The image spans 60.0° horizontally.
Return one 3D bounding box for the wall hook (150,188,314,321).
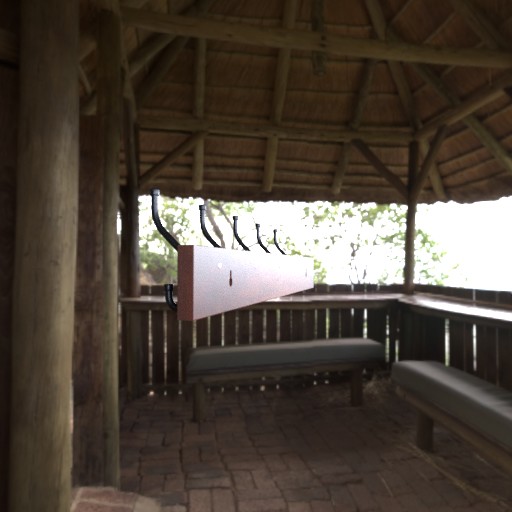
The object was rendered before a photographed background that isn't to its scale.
[{"bbox_3d":[0.000,0.000,0.630,0.071,0.117,0.571,0,-1,17],"label":"wall hook"}]
